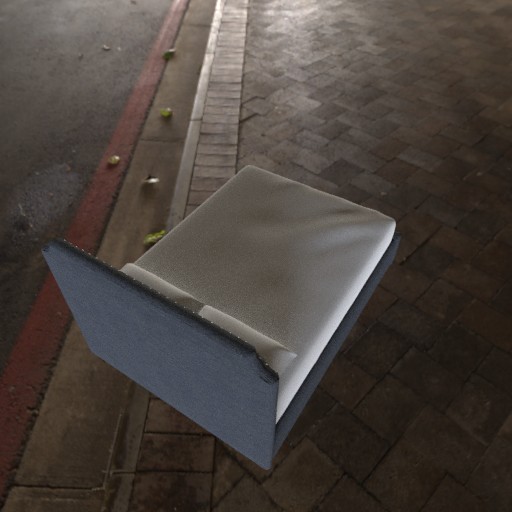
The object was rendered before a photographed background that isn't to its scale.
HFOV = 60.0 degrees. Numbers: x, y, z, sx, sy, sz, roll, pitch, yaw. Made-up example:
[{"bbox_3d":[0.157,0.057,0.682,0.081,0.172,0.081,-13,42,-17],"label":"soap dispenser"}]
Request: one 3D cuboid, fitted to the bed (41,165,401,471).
[{"bbox_3d":[0.000,0.000,3.524,1.713,1.443,2.372,25,51,22],"label":"bed"}]
